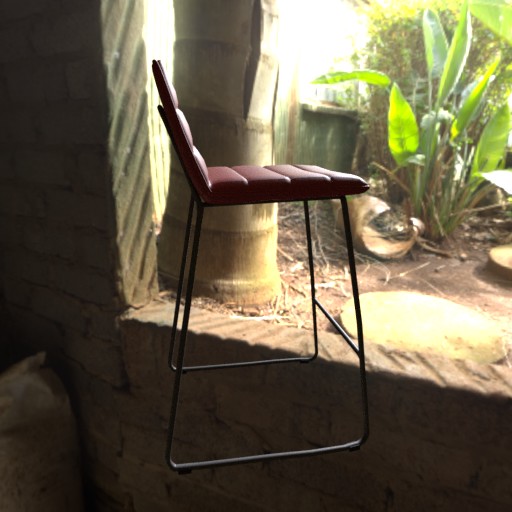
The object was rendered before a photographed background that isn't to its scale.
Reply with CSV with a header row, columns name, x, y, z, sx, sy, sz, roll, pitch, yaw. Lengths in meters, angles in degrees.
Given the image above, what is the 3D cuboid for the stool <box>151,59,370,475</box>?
name,x,y,z,sx,sy,sz,roll,pitch,yaw
stool,0.000,0.000,1.207,0.524,0.937,0.489,-3,16,-10
